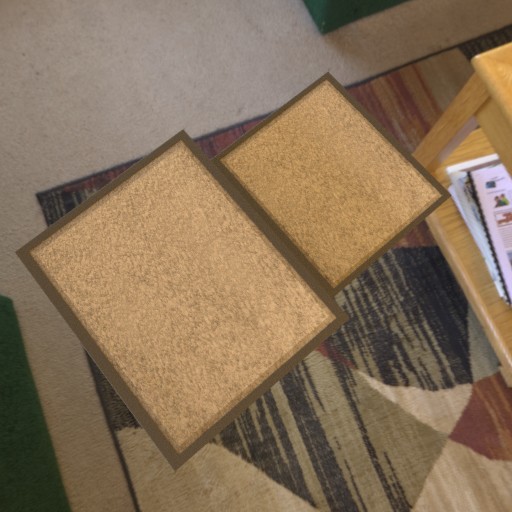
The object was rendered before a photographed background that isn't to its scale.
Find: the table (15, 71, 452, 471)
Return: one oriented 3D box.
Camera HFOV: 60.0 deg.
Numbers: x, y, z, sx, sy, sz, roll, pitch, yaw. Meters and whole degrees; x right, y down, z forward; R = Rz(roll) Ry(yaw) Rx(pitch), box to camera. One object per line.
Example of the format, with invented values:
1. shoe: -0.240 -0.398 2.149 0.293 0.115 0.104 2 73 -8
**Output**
1. table: 0.000 0.000 1.129 0.788 0.540 0.508 -39 79 -9
